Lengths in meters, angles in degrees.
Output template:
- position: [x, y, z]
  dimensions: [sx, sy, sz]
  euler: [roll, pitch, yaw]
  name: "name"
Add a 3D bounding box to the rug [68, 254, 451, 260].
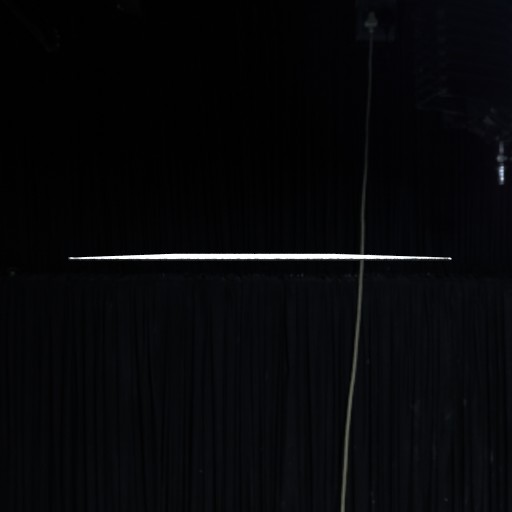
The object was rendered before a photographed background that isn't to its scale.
- position: [0.000, 0.000, 2.982]
  dimensions: [1.546, 0.010, 2.442]
  euler: [0, 1, -1]
  name: "rug"
